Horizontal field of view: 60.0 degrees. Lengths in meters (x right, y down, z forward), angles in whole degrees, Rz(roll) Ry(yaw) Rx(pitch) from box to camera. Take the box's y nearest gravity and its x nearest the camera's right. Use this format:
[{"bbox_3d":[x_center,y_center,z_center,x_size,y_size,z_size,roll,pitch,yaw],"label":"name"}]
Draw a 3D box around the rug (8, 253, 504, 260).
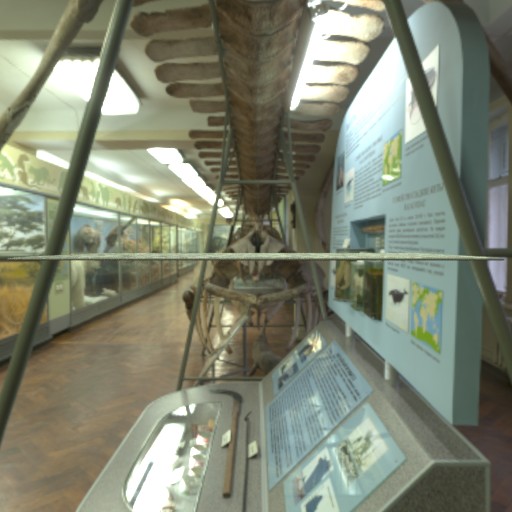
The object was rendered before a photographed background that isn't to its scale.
[{"bbox_3d":[0.000,0.000,1.387,1.219,0.007,0.604,0,1,0],"label":"rug"}]
